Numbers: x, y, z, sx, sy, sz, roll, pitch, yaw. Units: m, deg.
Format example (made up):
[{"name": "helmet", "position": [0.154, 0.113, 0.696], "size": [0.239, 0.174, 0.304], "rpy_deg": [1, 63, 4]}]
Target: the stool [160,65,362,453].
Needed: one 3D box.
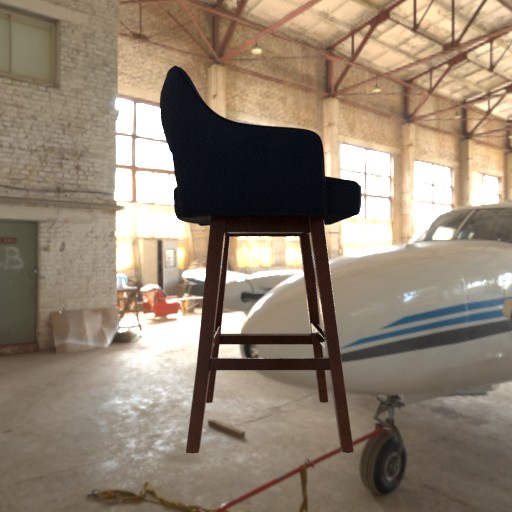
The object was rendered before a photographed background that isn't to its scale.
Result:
[{"name": "stool", "position": [0.000, 0.000, 1.376], "size": [0.560, 1.041, 0.550], "rpy_deg": [0, 0, 0]}]
